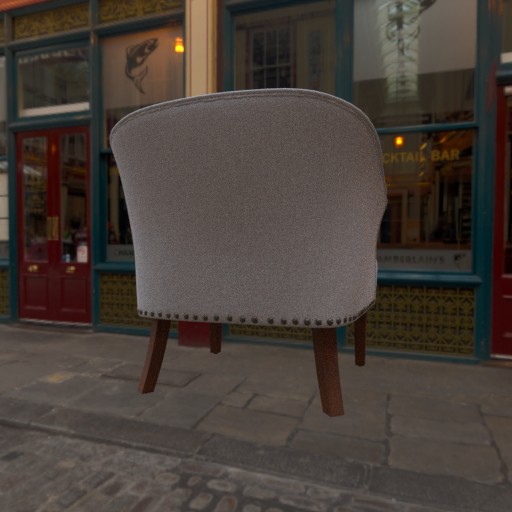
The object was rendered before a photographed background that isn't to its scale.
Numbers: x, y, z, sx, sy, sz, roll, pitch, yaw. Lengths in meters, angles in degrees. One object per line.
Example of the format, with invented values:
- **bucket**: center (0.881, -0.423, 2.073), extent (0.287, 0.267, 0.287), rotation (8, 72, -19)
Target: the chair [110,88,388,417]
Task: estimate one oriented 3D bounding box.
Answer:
- **chair**: center (0.000, 0.000, 1.425), extent (0.798, 0.815, 0.704), rotation (0, 1, 19)
